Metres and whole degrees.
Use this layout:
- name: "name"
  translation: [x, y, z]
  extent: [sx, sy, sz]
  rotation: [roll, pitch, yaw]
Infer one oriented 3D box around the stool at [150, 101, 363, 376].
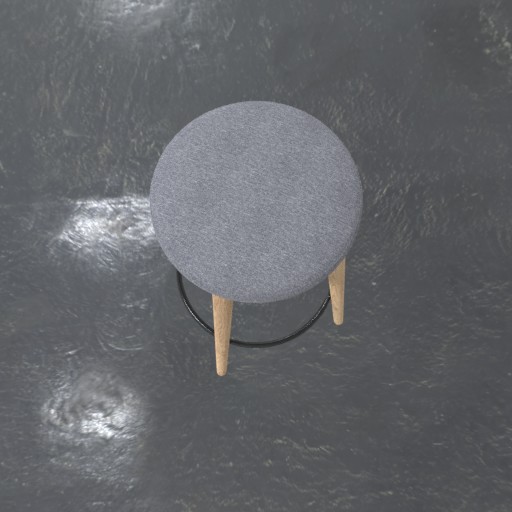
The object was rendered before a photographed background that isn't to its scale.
- name: "stool"
  translation: [0.000, 0.000, 1.005]
  extent: [0.410, 0.770, 0.410]
  rotation: [-22, 76, -6]
